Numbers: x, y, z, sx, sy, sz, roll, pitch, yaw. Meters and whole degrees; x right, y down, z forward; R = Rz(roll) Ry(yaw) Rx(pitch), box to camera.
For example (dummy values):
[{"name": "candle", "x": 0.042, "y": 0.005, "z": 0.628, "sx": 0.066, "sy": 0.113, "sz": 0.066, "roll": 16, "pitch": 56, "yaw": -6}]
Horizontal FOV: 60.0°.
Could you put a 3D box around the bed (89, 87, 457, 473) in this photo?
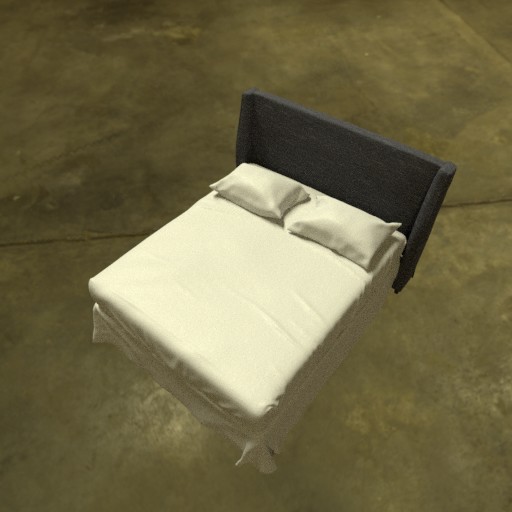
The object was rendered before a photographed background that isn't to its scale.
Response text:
[{"name": "bed", "x": 0.000, "y": 0.000, "z": 3.445, "sx": 1.925, "sy": 1.332, "sz": 2.276, "roll": 30, "pitch": 54, "yaw": 25}]
